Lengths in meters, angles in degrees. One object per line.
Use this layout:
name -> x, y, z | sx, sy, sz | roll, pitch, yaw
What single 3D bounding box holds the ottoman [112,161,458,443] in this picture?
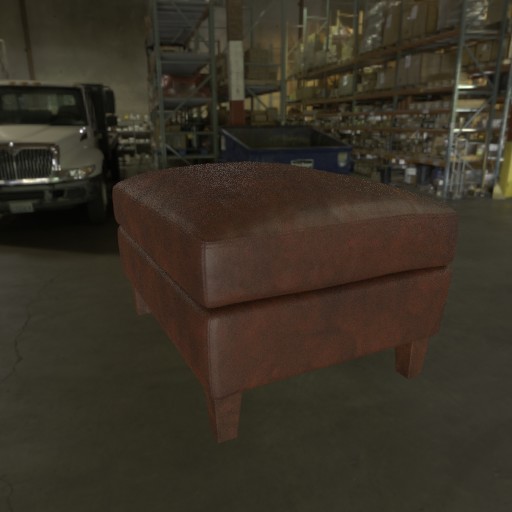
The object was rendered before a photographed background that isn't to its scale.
ottoman -> 0.000, 0.000, 1.286 | 0.659, 0.527, 0.887 | -8, 19, -26
